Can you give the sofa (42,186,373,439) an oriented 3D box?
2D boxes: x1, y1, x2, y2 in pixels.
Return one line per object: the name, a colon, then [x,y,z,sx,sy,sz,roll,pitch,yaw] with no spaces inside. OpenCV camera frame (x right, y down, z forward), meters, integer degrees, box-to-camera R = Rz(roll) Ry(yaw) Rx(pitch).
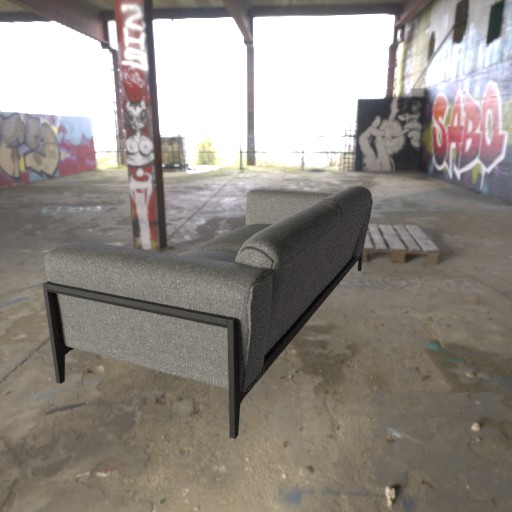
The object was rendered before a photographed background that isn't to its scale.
sofa: [0.000,0.000,2.556,0.985,0.703,2.125,7,18,24]
